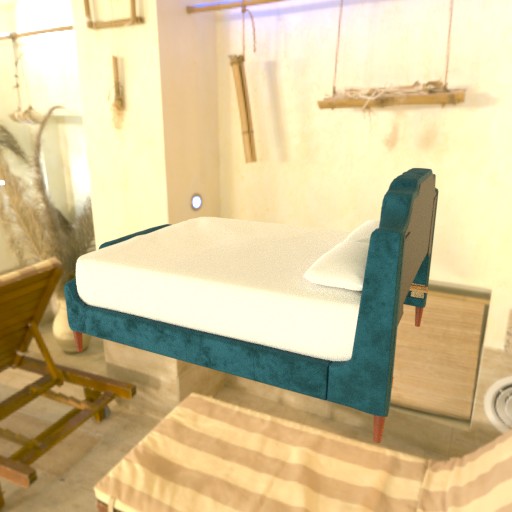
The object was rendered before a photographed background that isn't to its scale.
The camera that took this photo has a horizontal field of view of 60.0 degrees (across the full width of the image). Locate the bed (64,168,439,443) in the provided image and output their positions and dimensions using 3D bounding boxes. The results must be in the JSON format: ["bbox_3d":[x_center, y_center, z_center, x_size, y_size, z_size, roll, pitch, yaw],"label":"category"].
[{"bbox_3d":[0.000,0.000,3.322,2.322,1.338,1.678,8,18,25],"label":"bed"}]
